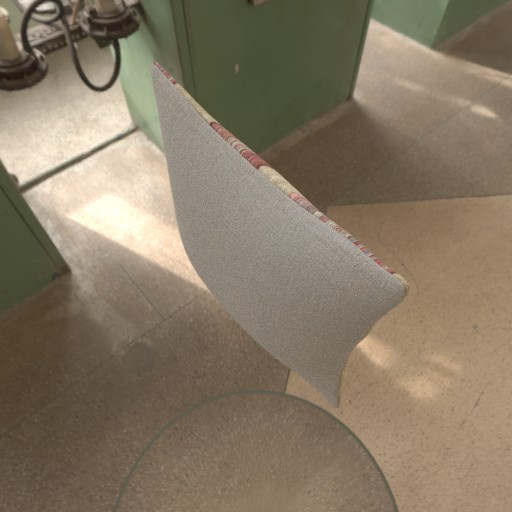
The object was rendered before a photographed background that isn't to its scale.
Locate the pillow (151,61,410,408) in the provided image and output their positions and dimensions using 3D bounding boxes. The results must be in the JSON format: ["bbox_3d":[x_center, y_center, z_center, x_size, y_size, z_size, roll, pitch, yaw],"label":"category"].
[{"bbox_3d":[0.000,0.000,0.656,0.136,0.419,0.437,-34,64,-20],"label":"pillow"}]
